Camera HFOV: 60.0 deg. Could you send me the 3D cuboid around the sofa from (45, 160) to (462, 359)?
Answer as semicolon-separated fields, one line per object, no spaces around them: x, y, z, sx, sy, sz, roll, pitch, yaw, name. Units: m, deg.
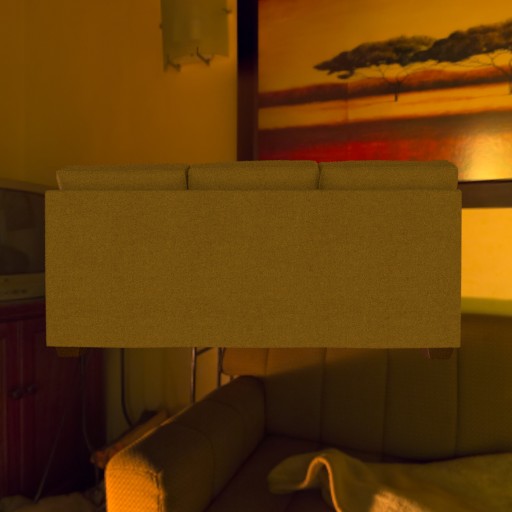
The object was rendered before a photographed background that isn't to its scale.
0.000;0.000;2.734;2.092;1.036;1.127;0;0;1;sofa
